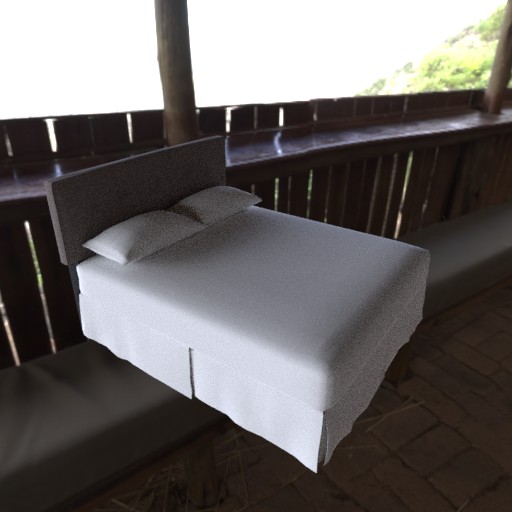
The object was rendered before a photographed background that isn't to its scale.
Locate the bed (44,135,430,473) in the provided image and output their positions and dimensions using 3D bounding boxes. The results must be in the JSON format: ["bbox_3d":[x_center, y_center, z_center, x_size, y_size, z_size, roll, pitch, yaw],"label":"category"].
[{"bbox_3d":[0.000,0.000,2.872,1.894,1.089,1.610,17,31,31],"label":"bed"}]
